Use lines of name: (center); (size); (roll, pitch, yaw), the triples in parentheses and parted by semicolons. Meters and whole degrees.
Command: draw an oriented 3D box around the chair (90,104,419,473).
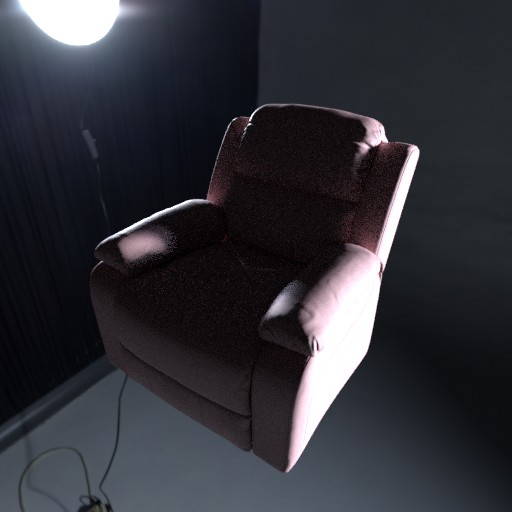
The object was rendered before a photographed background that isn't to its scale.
chair: (0.000, 0.000, 1.222); (0.680, 0.702, 0.709); (20, 35, 30)
